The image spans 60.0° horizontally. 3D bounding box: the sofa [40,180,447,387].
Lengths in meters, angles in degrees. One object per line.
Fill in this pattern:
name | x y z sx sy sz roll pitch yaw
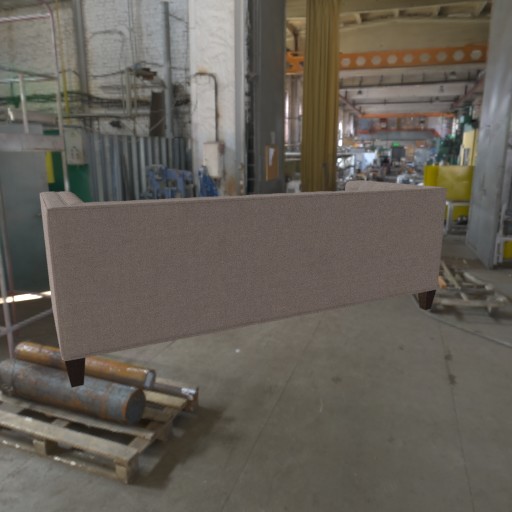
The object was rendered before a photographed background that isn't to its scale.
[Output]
sofa | 0.000 0.000 2.554 2.159 0.762 0.775 -7 15 -26
